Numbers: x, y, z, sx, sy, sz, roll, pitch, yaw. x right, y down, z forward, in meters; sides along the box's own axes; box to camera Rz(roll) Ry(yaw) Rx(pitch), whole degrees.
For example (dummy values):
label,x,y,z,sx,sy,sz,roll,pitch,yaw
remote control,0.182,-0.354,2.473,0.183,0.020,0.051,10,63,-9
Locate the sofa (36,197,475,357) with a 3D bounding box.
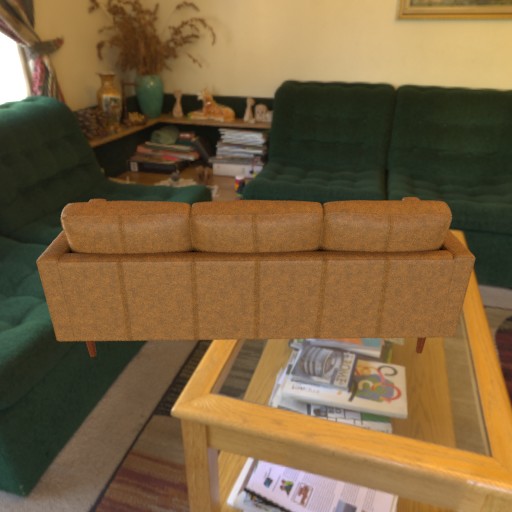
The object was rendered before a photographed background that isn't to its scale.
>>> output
label,x,y,z,sx,sy,sz,roll,pitch,yaw
sofa,0.000,0.000,2.742,2.231,0.930,0.903,0,28,-1
